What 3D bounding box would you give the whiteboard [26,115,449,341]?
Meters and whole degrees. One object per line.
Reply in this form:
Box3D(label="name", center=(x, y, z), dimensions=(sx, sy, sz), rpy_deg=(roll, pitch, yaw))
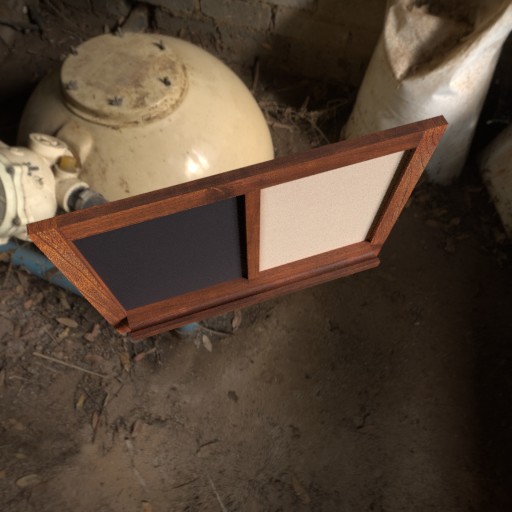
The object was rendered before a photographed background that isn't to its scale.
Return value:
Box3D(label="whiteboard", center=(0.000, 0.000, 1.012), dimensions=(0.768, 0.553, 0.083), rpy_deg=(-16, 64, -8))
